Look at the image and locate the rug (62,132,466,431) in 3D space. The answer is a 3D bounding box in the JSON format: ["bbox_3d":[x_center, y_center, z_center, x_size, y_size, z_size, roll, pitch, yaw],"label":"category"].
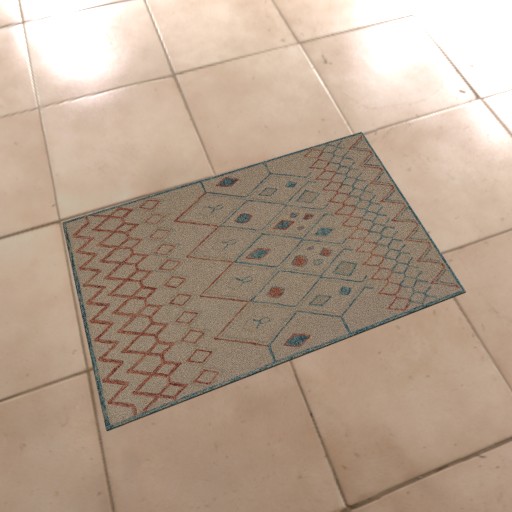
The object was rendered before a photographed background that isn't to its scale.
[{"bbox_3d":[0.000,0.000,3.097,2.438,0.015,1.524,-19,64,-10],"label":"rug"}]
